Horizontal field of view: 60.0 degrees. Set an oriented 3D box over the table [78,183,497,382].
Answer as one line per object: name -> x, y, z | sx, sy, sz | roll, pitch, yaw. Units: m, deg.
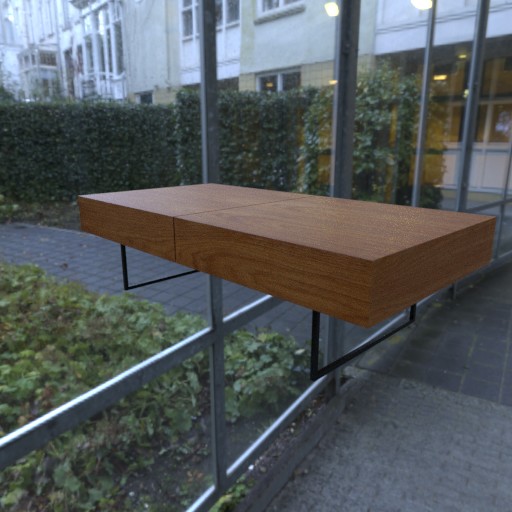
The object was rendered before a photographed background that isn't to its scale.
table -> 0.000, 0.000, 1.418 | 0.610, 0.330, 1.194 | -14, 21, -43
